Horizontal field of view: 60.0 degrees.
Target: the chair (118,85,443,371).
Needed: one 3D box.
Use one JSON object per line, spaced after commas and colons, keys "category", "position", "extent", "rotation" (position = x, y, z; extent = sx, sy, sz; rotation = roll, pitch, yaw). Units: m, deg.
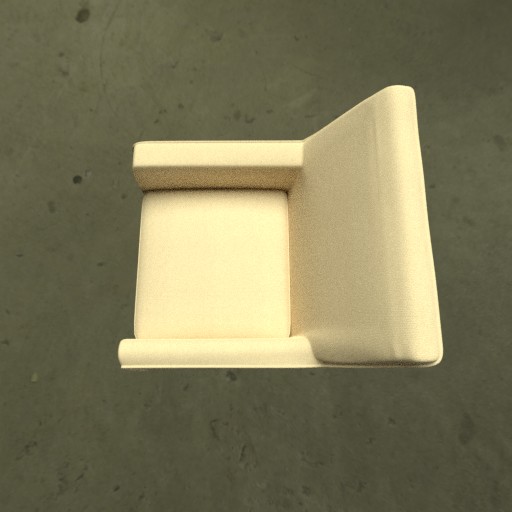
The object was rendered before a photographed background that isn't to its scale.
{"category": "chair", "position": [0.000, 0.000, 1.567], "extent": [0.899, 0.919, 0.780], "rotation": [0, 75, 0]}
